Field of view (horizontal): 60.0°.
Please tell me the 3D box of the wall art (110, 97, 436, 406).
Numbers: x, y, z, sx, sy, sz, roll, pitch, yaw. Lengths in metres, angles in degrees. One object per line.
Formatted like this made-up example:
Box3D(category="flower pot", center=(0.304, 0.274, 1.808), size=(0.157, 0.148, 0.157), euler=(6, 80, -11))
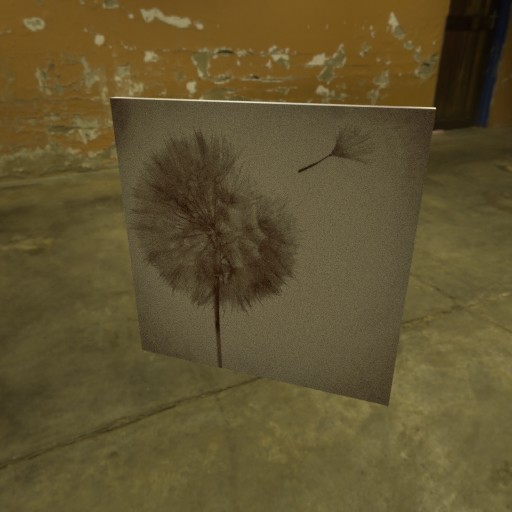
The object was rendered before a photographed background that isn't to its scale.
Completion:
Box3D(category="wall art", center=(0.000, 0.000, 1.158), size=(0.762, 0.762, 0.027), euler=(8, 26, 17))
